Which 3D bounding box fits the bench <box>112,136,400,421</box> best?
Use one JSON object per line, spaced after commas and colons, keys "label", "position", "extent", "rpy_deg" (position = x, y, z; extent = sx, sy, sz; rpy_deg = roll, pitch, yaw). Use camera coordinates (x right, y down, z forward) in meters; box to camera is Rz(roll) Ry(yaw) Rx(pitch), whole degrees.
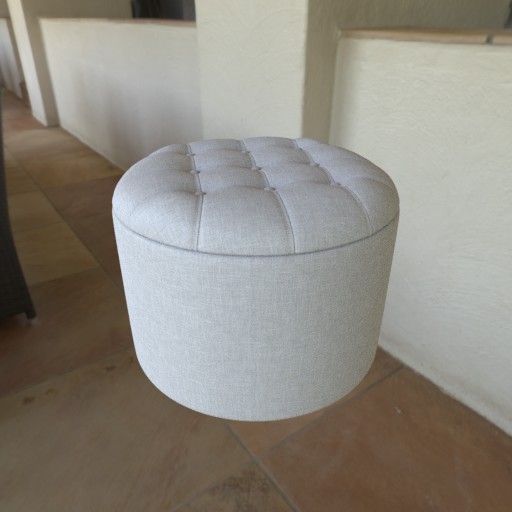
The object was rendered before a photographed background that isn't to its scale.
{"label": "bench", "position": [0.000, 0.000, 1.028], "extent": [0.600, 0.453, 0.600], "rpy_deg": [0, 29, 0]}
